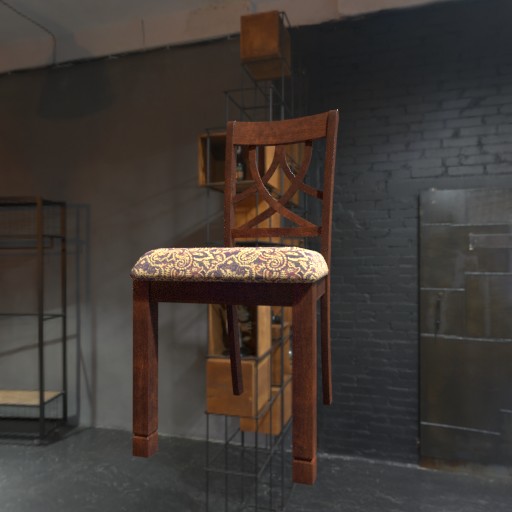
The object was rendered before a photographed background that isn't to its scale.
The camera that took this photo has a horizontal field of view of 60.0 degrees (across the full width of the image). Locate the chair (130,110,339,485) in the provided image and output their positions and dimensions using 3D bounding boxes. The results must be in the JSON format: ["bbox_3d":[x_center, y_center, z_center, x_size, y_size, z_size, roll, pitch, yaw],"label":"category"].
[{"bbox_3d":[0.000,0.000,1.261,0.457,0.965,0.584,0,-1,19],"label":"chair"}]
